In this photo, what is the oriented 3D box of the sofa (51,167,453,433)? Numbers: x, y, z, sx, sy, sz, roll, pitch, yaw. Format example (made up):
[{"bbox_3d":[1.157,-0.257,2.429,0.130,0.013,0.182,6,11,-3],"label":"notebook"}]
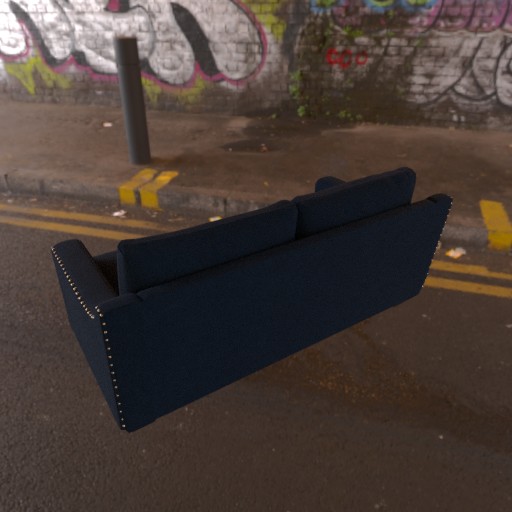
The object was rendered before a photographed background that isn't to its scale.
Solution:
[{"bbox_3d":[0.000,0.000,2.694,2.107,0.983,1.104,-18,34,-29],"label":"sofa"}]
